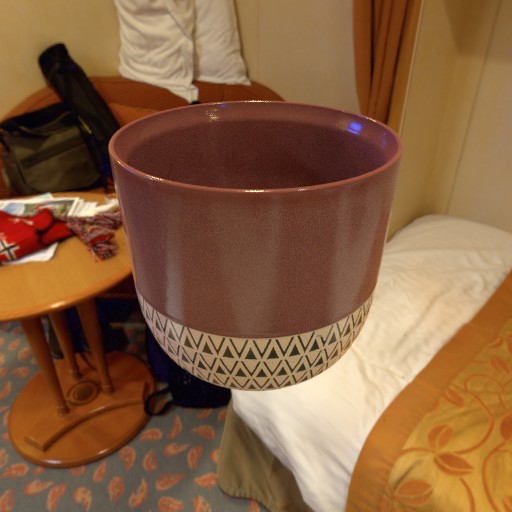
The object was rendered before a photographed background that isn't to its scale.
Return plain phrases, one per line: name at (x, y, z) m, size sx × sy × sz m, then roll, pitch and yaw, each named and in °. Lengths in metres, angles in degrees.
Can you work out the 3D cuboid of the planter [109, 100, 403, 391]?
planter at (0.000, 0.000, 0.485) m, size 0.266 × 0.270 × 0.266 m, roll 0°, pitch 32°, yaw 0°
